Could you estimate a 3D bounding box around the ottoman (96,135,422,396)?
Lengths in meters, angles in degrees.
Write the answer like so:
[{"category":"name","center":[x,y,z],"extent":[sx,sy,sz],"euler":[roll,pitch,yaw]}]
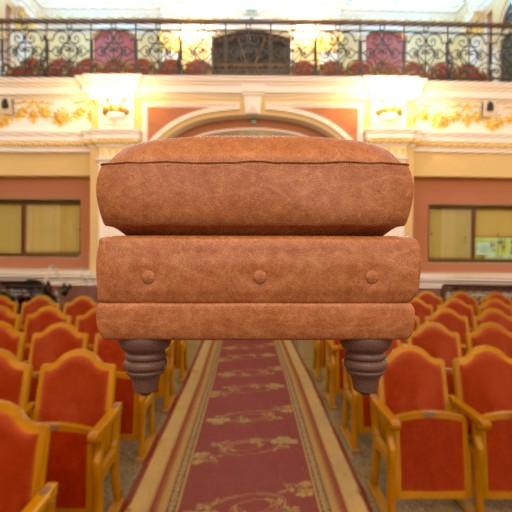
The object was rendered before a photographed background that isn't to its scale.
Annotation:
[{"category":"ottoman","center":[0.000,0.000,1.057],"extent":[0.533,0.480,0.710],"euler":[0,0,0]}]
